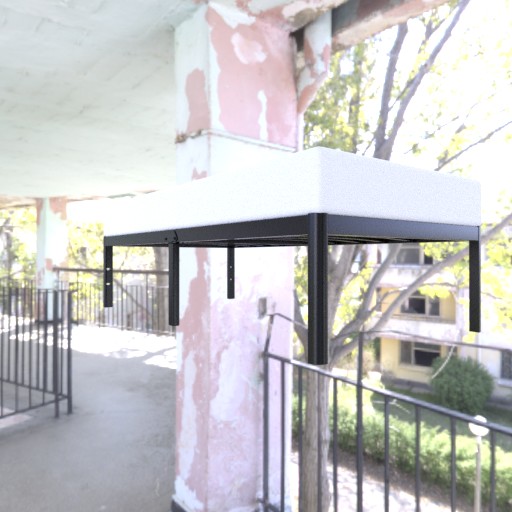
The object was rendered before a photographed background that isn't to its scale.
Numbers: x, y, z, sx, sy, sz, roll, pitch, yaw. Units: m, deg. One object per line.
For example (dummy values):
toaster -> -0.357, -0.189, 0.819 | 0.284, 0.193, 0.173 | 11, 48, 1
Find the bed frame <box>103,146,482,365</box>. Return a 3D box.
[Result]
bed frame -> 0.000, 0.000, 2.391 | 1.023, 0.659, 1.950 | 0, 0, -37
